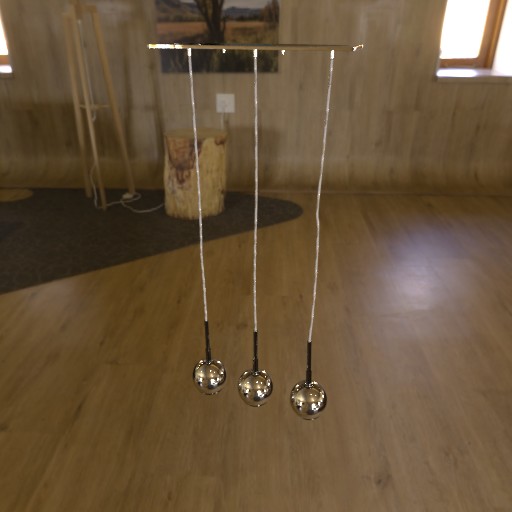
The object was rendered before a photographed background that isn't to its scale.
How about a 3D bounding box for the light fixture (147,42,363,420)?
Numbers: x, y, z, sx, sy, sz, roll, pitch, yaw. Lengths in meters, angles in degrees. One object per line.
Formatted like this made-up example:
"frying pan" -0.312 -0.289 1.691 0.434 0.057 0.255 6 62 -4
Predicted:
"light fixture" 0.000 0.000 1.636 0.623 1.408 0.188 9 29 16
